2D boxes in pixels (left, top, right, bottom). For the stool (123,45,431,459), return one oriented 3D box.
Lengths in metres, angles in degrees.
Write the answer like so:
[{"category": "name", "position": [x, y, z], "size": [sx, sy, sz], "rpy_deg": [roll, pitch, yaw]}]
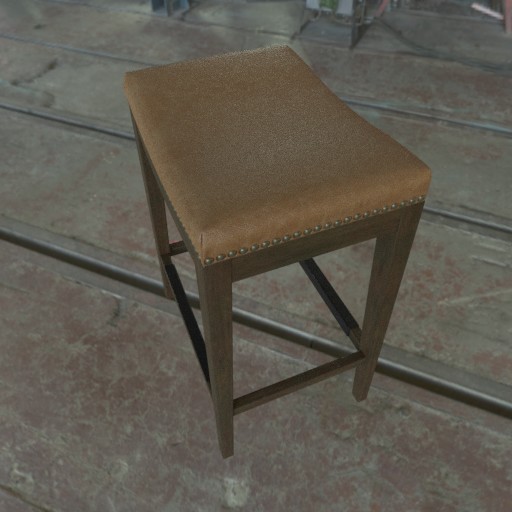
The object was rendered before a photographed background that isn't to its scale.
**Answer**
[{"category": "stool", "position": [0.000, 0.000, 0.930], "size": [0.361, 0.660, 0.500], "rpy_deg": [-17, 49, -15]}]
